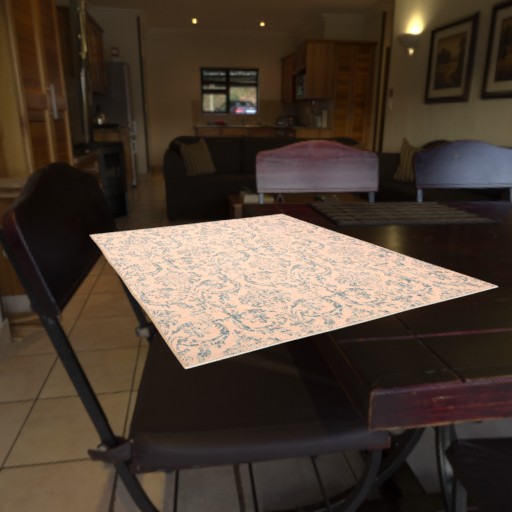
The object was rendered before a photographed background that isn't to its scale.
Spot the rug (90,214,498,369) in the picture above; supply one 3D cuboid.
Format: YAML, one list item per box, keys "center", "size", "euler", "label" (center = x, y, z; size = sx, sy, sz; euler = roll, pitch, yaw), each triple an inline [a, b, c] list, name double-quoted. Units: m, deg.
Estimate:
- center: [0.000, 0.000, 3.916]
  size: [2.363, 0.012, 2.980]
  euler: [-9, 19, -27]
  label: "rug"
